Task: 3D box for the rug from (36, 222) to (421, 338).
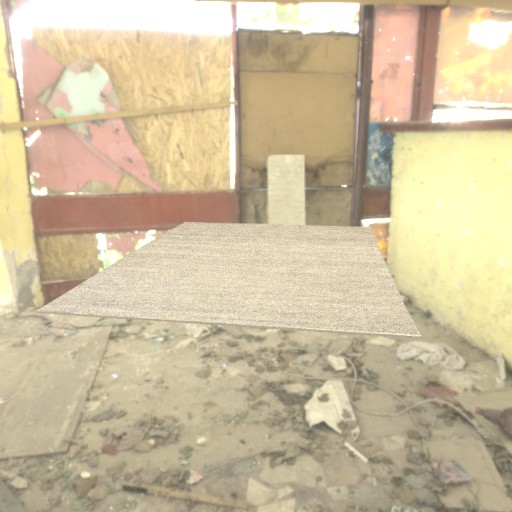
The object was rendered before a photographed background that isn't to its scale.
[{"bbox_3d":[0.000,0.000,4.242,2.434,0.045,3.202,2,15,9],"label":"rug"}]
